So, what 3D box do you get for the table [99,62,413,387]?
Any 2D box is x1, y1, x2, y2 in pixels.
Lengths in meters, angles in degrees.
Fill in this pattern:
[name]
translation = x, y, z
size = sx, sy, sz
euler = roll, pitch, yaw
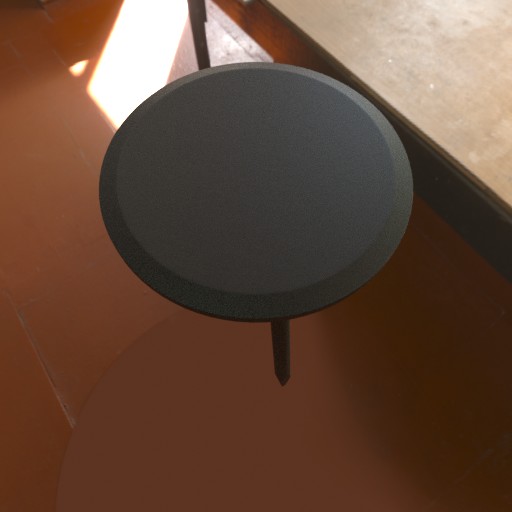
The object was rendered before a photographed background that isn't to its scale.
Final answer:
[table]
translation = 0.000, 0.000, 0.905
size = 0.457, 0.585, 0.457
euler = 0, 63, 0
